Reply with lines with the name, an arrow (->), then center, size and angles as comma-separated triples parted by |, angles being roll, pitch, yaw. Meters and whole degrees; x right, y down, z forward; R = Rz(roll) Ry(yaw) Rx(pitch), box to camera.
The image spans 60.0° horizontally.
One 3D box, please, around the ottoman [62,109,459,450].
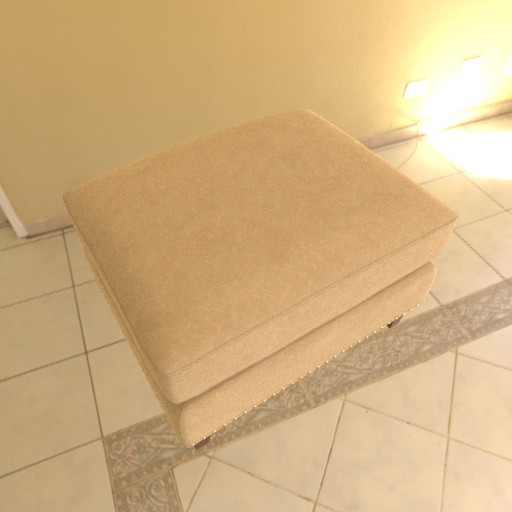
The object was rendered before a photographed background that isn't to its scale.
ottoman -> 0.000, 0.000, 1.144 | 0.741, 0.513, 0.584 | -25, 52, -22
